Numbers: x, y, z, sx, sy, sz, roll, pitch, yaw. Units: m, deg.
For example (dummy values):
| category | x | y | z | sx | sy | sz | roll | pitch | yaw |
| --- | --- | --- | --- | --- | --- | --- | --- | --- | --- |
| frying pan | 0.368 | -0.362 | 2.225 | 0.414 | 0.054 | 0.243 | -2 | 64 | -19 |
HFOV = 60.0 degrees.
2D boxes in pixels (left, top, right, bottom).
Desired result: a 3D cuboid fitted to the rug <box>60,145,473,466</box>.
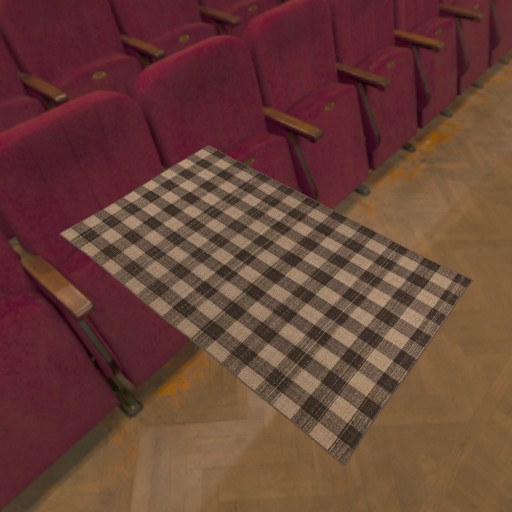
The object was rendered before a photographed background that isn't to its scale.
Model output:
| category | x | y | z | sx | sy | sz | roll | pitch | yaw |
| --- | --- | --- | --- | --- | --- | --- | --- | --- | --- |
| rug | 0.000 | 0.000 | 3.093 | 2.476 | 0.011 | 1.554 | 32 | 55 | 27 |
